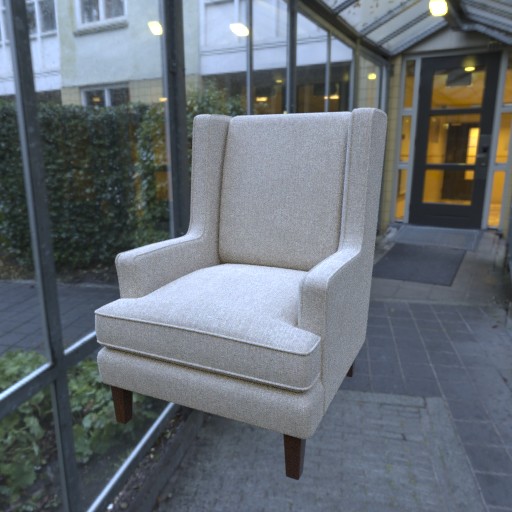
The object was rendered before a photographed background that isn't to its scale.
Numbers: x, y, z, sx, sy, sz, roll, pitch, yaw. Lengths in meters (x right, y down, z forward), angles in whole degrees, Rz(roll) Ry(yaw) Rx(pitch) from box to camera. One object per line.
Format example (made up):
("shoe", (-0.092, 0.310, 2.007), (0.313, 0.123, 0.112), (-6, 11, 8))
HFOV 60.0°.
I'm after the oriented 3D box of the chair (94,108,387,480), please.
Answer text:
("chair", (0.000, 0.000, 1.676), (0.764, 1.082, 0.948), (6, 14, 24))
